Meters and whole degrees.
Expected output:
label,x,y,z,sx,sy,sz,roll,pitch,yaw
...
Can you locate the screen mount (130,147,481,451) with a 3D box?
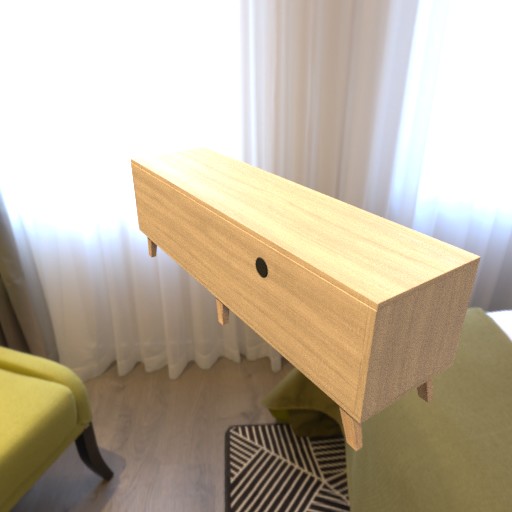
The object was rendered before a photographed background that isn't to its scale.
label,x,y,z,sx,sy,sz,roll,pitch,yaw
screen mount,0.000,0.000,1.729,0.401,0.509,1.500,-17,32,-30
